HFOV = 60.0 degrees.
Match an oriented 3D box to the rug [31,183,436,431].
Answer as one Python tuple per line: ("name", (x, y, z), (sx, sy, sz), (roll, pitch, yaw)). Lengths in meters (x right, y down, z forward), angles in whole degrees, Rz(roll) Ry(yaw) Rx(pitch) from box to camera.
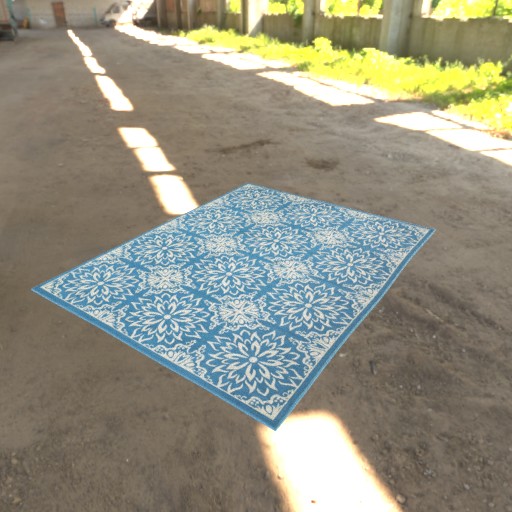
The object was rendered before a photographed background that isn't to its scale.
("rug", (0.000, 0.000, 4.002), (2.350, 0.018, 2.964), (19, 35, 30))
